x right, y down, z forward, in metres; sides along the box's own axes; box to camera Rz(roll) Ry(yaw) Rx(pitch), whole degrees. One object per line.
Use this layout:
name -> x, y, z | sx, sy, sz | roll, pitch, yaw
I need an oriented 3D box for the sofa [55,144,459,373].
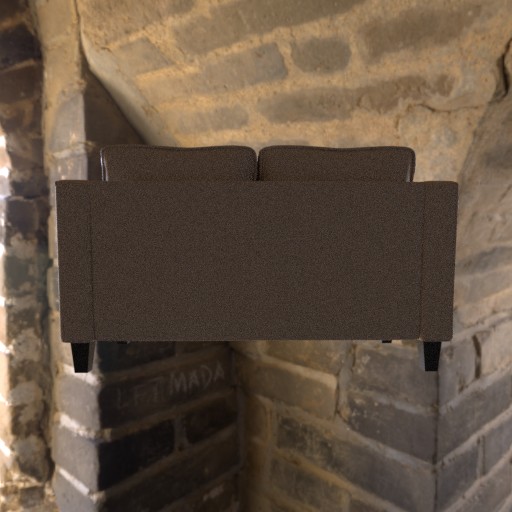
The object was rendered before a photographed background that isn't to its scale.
sofa -> 0.000, 0.000, 3.484 | 2.587, 1.562, 1.351 | 0, 0, -1
